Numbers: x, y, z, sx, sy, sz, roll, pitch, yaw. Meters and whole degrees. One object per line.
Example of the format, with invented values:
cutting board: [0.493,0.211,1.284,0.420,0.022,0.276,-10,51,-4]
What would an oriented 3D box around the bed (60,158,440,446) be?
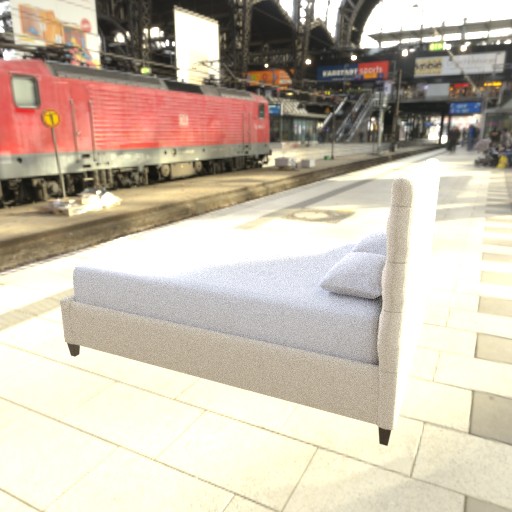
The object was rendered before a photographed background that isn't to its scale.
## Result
bed: [0.000,0.000,3.376,2.387,1.427,1.698,7,17,24]
